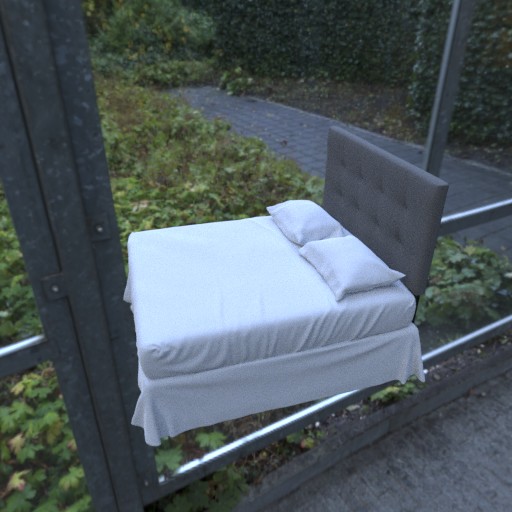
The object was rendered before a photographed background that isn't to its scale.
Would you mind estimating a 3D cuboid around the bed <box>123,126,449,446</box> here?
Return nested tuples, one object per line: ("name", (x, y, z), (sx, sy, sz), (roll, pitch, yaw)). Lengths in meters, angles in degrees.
("bed", (0.000, 0.000, 3.559), (2.222, 1.577, 1.936), (-8, 30, -14))
